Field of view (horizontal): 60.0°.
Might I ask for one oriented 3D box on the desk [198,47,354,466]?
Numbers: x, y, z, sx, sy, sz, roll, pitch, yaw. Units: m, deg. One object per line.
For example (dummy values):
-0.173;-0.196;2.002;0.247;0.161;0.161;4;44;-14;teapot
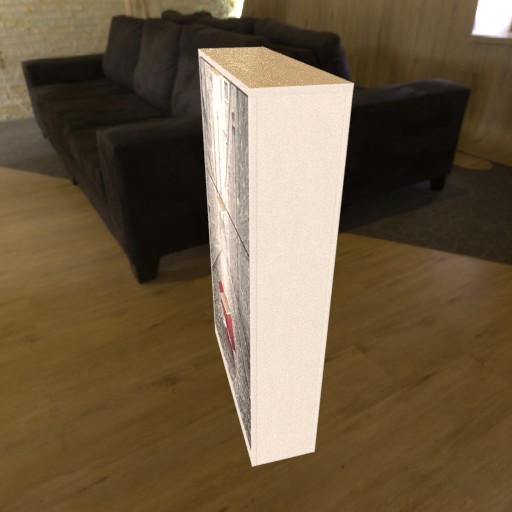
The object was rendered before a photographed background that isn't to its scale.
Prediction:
0.000;0.000;1.585;0.250;1.280;0.750;-8;32;-12;desk
